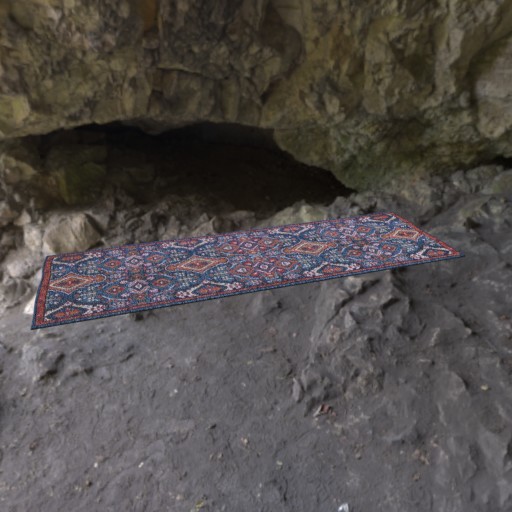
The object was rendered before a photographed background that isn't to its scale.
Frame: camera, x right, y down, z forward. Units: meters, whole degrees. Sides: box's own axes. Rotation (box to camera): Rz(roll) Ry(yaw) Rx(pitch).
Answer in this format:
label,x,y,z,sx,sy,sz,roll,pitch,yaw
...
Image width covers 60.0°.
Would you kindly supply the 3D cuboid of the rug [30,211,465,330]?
label,x,y,z,sx,sy,sz,roll,pitch,yaw
rug,0.000,0.000,2.715,2.459,0.010,0.801,-8,28,-16
